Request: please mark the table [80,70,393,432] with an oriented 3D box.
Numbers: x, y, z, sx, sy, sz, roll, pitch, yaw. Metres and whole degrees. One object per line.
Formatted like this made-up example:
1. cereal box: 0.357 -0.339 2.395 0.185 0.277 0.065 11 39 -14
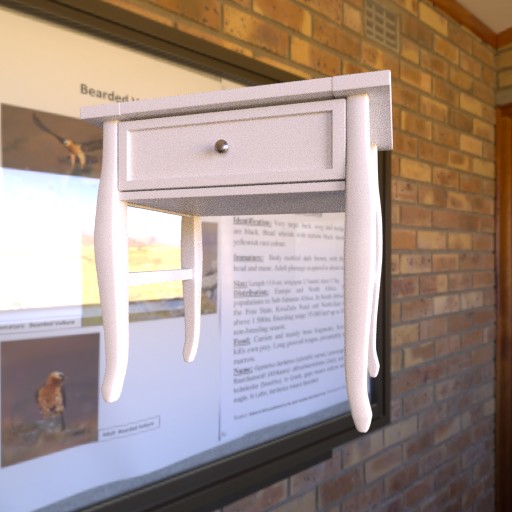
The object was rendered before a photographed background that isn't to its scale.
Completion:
1. table: 0.000 0.000 1.023 0.599 0.605 0.463 0 0 18
